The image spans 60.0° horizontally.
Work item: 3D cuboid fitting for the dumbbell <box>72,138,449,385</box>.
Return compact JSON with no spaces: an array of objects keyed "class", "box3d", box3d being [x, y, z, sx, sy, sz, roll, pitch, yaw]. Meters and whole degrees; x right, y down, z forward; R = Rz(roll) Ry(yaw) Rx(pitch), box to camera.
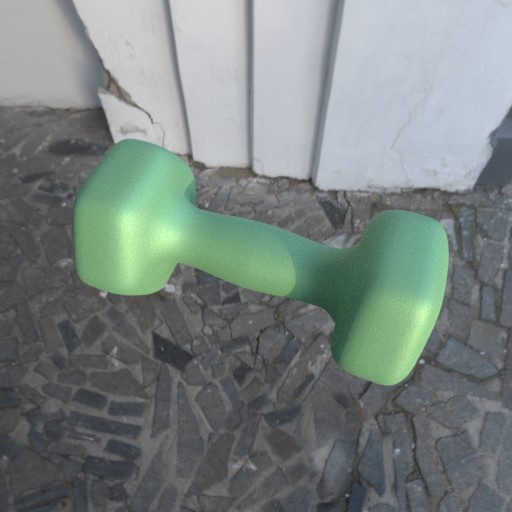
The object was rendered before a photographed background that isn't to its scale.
[{"class":"dumbbell","box3d":[0.000,0.000,0.333,0.260,0.117,0.129,17,59,11]}]
